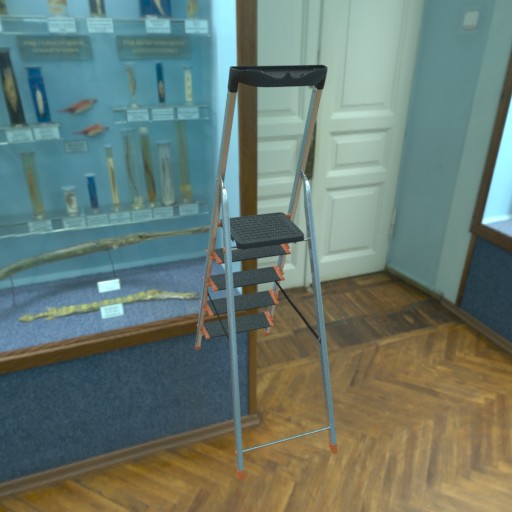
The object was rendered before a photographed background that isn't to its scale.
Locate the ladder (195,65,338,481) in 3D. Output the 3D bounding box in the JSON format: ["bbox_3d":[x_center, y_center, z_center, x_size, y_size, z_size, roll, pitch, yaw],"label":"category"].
[{"bbox_3d":[0.000,0.000,2.054,0.480,1.646,0.995,-8,27,-16],"label":"ladder"}]
